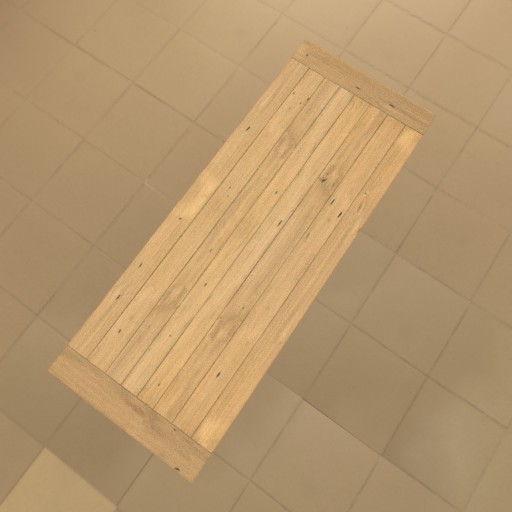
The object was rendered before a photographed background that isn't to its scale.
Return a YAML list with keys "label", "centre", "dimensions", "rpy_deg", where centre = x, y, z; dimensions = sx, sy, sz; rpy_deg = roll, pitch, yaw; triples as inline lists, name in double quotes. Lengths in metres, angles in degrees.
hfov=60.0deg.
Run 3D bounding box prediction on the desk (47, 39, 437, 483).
- label: "desk"
  centre: [0.000, 0.000, 2.188]
  dimensions: [0.688, 0.760, 1.803]
  rpy_deg: [34, 78, 8]
